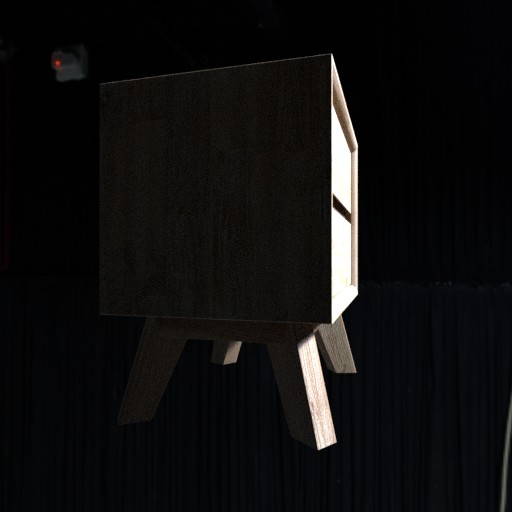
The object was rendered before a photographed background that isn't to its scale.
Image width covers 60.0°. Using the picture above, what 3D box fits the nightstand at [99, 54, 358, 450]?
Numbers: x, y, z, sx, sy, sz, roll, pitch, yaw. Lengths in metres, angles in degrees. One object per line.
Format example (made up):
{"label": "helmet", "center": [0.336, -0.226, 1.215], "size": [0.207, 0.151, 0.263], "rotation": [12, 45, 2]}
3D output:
{"label": "nightstand", "center": [0.000, 0.000, 0.967], "size": [0.396, 0.589, 0.552], "rotation": [0, 0, 17]}
